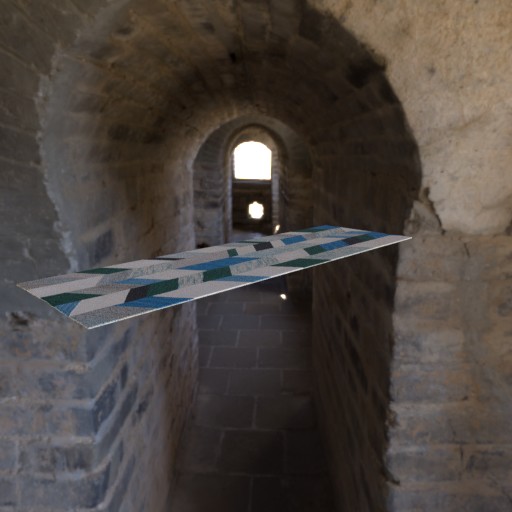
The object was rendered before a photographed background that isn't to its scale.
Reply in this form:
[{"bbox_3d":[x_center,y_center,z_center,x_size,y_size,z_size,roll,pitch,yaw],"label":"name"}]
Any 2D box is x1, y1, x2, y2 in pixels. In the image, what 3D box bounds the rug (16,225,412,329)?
[{"bbox_3d":[0.000,0.000,2.664,2.437,0.008,0.774,-13,18,-43],"label":"rug"}]
